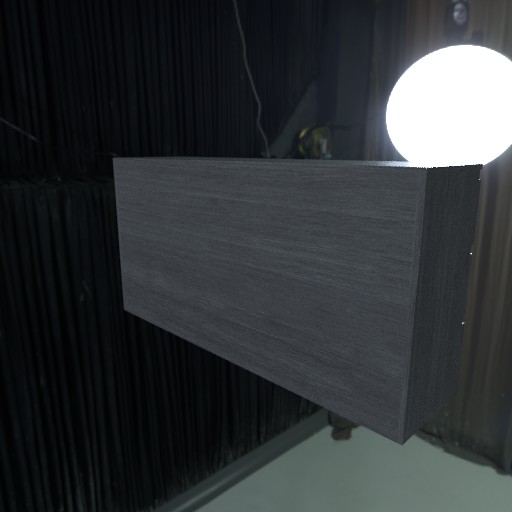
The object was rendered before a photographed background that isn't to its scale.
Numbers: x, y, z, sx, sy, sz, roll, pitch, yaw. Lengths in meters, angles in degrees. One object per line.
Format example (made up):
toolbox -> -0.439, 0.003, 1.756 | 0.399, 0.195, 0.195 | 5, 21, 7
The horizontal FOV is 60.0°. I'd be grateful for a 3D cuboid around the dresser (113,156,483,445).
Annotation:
dresser -> 0.000, 0.000, 1.876 | 1.590, 0.795, 0.400 | 13, 19, 43
